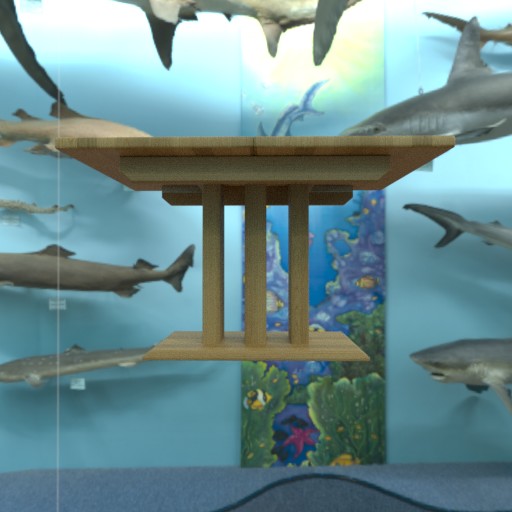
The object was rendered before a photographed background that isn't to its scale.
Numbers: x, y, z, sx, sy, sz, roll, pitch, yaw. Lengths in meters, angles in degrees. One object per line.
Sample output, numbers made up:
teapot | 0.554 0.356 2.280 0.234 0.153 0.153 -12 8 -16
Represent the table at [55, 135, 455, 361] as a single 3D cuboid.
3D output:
table | 0.000 0.000 1.877 1.300 0.770 0.900 0 0 1
